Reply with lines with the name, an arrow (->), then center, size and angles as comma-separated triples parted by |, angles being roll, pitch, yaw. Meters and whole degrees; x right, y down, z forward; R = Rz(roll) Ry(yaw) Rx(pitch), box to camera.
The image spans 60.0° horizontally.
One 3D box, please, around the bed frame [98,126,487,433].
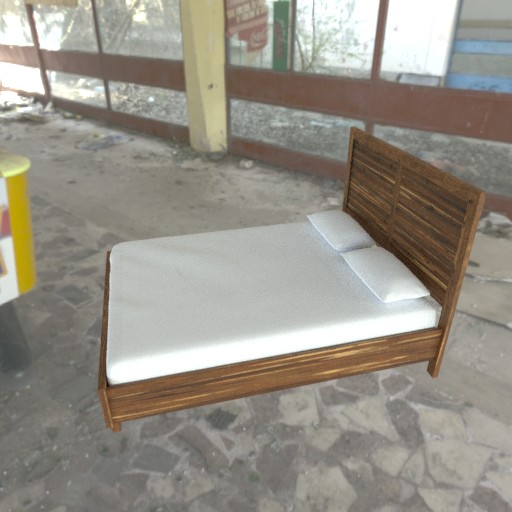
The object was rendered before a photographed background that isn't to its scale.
bed frame -> 0.000, 0.000, 3.327 | 2.276, 1.417, 1.696 | -7, 30, -13
